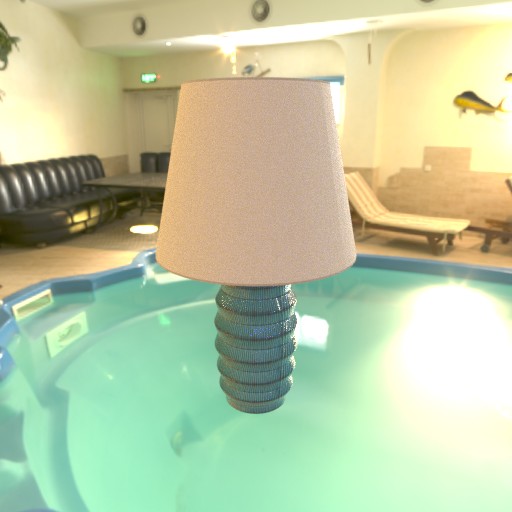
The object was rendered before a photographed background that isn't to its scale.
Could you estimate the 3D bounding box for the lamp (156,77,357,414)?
[{"bbox_3d":[0.000,0.000,0.802,0.355,0.582,0.355,0,17,0],"label":"lamp"}]
